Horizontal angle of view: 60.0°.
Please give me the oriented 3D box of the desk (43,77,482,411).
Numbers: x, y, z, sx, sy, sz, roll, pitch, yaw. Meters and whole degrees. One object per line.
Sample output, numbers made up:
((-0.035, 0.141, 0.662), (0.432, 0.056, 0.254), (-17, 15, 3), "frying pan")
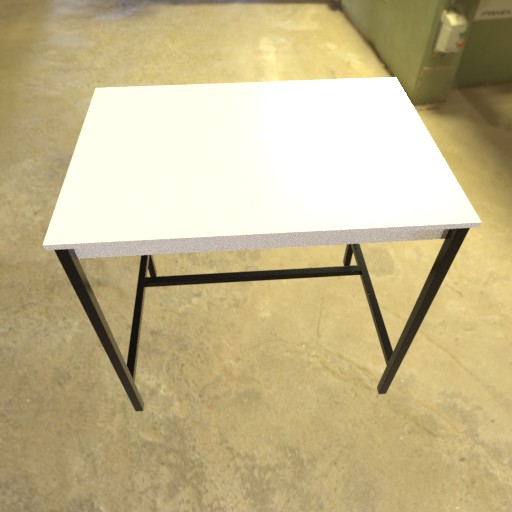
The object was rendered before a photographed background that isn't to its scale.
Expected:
((0.000, 0.000, 1.292), (0.811, 0.766, 0.573), (-3, 48, -3), "desk")
